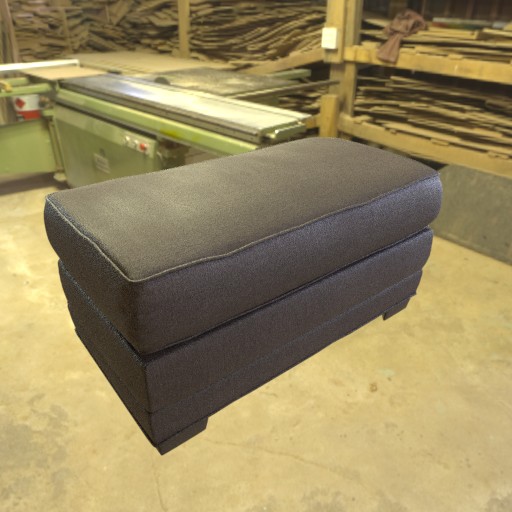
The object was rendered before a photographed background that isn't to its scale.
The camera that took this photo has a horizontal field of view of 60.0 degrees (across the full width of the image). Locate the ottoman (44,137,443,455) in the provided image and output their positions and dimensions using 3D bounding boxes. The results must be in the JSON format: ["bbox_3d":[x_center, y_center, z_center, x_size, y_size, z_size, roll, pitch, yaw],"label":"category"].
[{"bbox_3d":[0.000,0.000,1.124,0.864,0.448,0.490,-21,36,-33],"label":"ottoman"}]
